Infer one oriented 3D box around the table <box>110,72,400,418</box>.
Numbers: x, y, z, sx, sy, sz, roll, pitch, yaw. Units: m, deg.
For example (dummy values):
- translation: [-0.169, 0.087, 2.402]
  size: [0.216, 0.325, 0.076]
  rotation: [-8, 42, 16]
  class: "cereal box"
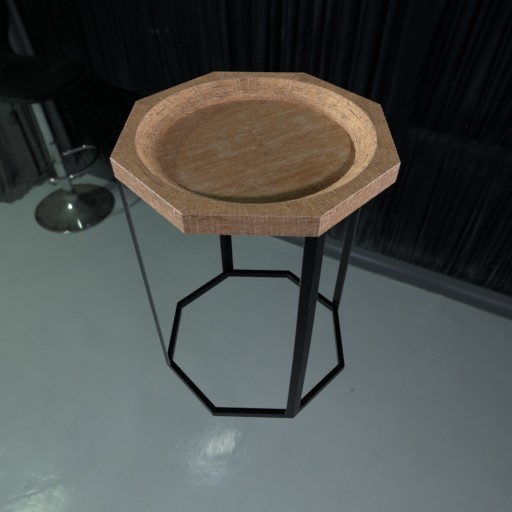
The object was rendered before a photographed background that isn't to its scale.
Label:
- translation: [0.000, 0.000, 0.871]
  size: [0.437, 0.553, 0.437]
  rotation: [18, 48, 17]
  class: "table"
